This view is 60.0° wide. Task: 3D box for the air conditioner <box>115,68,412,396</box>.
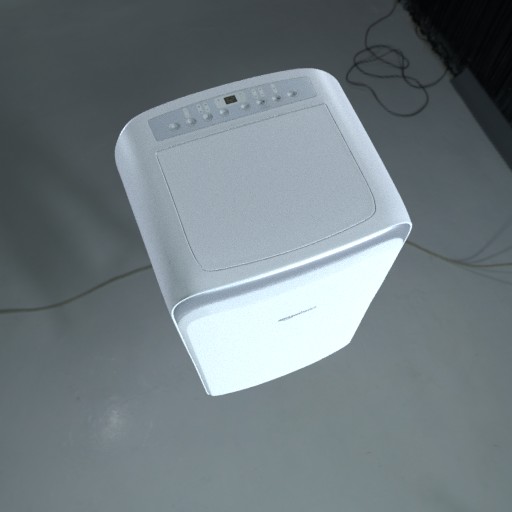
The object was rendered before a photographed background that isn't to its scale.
[{"bbox_3d":[0.000,0.000,1.065,0.478,0.765,0.467,-19,66,-9],"label":"air conditioner"}]
